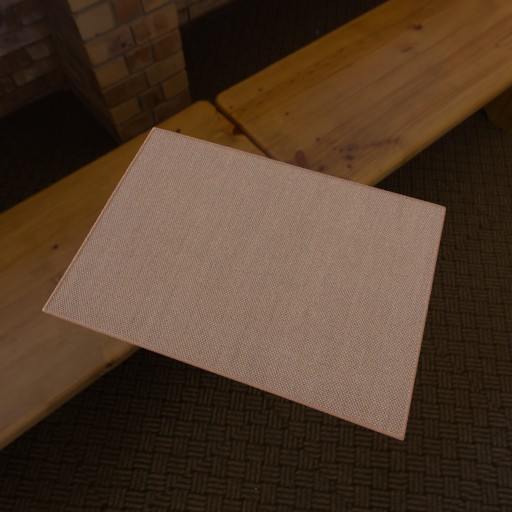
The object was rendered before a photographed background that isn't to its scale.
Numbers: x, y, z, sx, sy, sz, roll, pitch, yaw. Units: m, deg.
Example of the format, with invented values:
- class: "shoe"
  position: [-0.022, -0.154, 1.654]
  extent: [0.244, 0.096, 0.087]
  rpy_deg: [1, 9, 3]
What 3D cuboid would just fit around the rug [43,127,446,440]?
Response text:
- class: "rug"
  position: [0.000, 0.000, 2.764]
  extent: [2.134, 0.013, 1.524]
  rpy_deg: [17, 64, 9]
